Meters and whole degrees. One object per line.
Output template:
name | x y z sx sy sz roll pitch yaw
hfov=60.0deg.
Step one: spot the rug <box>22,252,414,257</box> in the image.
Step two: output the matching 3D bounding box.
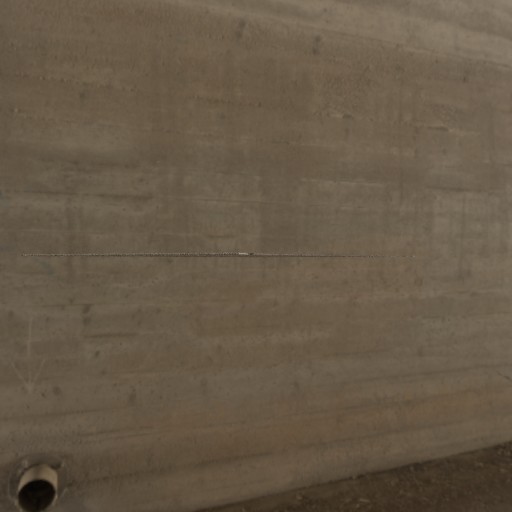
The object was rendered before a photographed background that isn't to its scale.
rug | 0.000 0.000 3.056 1.528 0.010 2.440 0 0 34
